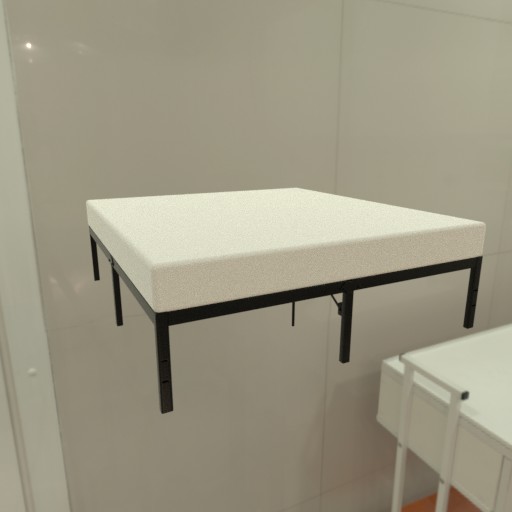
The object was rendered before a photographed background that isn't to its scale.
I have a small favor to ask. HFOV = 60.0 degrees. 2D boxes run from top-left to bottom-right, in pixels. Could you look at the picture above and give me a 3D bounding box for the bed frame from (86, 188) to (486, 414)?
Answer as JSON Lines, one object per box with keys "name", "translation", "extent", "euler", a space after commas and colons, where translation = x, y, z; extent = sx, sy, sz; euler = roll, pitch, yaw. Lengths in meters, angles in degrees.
{"name": "bed frame", "translation": [0.000, 0.000, 3.104], "extent": [1.963, 0.659, 2.079], "euler": [-8, 17, -26]}
